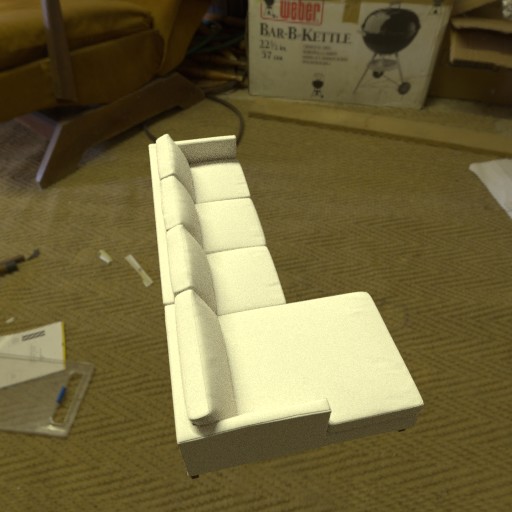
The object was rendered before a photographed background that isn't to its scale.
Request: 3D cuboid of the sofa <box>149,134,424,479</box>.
[{"bbox_3d":[0.000,0.000,3.872,1.625,0.846,3.186,-9,47,-8],"label":"sofa"}]
